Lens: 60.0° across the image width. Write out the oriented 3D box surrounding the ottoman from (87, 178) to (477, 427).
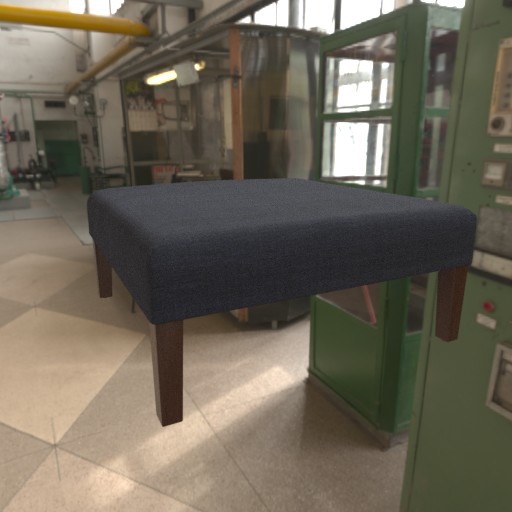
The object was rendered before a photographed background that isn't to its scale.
[{"bbox_3d":[0.000,0.000,1.406,0.890,0.411,0.889,-8,17,-26],"label":"ottoman"}]
